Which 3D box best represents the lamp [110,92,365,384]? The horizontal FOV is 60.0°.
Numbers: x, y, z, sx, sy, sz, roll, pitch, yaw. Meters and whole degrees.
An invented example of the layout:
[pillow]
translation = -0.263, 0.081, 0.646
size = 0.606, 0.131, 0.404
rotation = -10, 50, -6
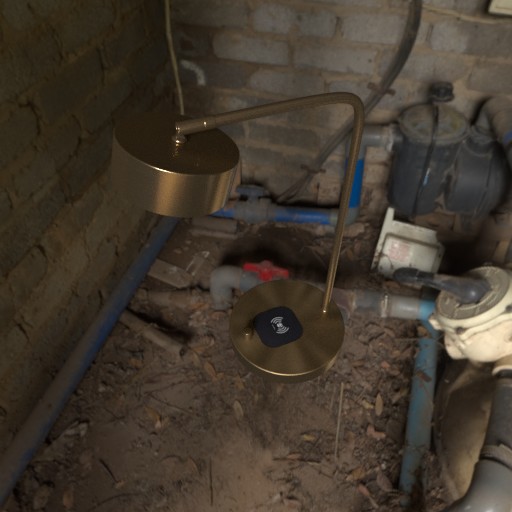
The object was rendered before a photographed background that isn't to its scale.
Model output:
[lamp]
translation = 0.000, 0.000, 0.525
size = 0.270, 0.380, 0.171
rotation = -17, 49, -16
